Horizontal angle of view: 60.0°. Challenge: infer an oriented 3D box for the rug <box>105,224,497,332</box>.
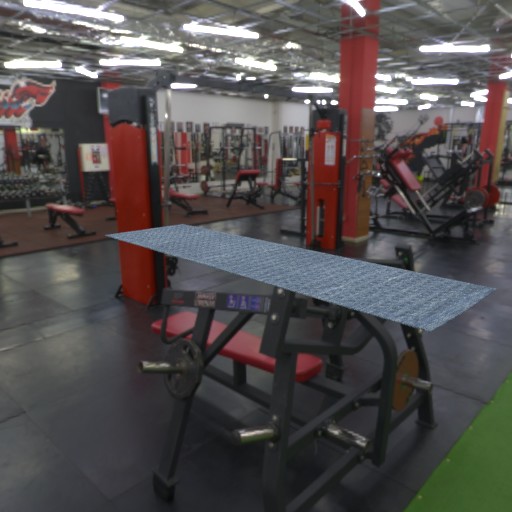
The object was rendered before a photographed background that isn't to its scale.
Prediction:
[{"bbox_3d":[0.000,0.000,2.621,0.688,0.008,2.443,-13,19,-43],"label":"rug"}]
